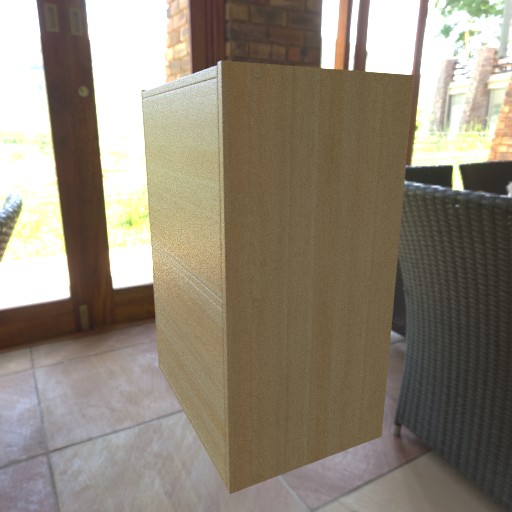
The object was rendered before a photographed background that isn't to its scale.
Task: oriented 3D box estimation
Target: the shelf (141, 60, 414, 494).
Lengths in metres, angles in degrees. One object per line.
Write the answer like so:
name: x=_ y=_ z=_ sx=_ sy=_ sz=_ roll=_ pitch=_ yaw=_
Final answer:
shelf: x=0.000 y=0.000 z=0.813 sx=0.290 sy=0.592 sz=0.414 roll=-8 pitch=17 yaw=-25
